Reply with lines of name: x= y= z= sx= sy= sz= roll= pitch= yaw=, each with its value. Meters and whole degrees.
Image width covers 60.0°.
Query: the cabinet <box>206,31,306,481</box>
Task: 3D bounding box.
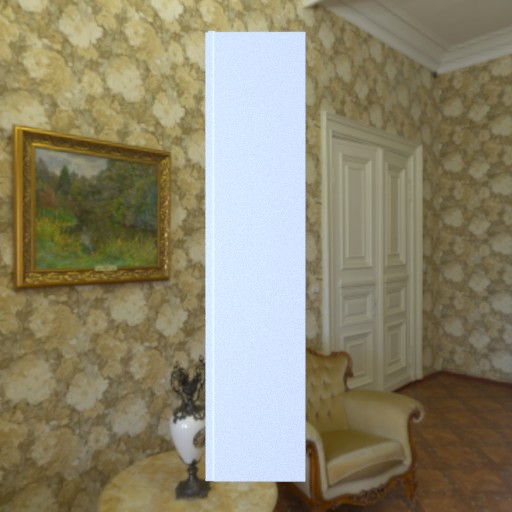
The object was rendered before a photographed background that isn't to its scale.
cabinet: x=0.000 y=0.000 z=2.747 sx=0.480 sy=2.160 sz=1.250 roll=0 pitch=0 yaw=0
